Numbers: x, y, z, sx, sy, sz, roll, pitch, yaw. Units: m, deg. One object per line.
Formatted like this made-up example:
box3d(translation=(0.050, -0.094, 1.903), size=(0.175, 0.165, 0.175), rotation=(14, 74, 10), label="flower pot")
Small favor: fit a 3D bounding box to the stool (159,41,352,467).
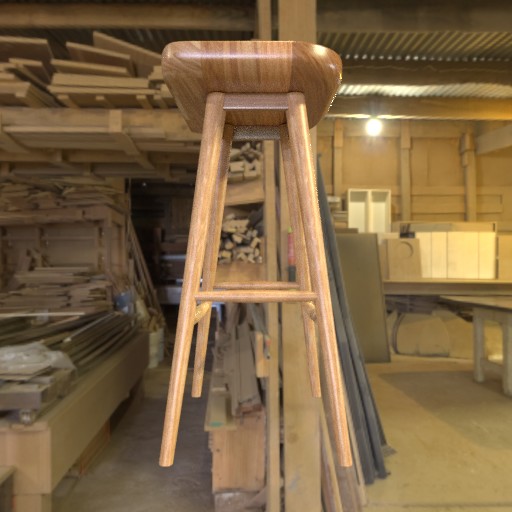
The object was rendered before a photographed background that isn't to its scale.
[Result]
box3d(translation=(0.000, 0.000, 0.922), size=(0.322, 0.698, 0.407), rotation=(0, 0, 0), label="stool")
